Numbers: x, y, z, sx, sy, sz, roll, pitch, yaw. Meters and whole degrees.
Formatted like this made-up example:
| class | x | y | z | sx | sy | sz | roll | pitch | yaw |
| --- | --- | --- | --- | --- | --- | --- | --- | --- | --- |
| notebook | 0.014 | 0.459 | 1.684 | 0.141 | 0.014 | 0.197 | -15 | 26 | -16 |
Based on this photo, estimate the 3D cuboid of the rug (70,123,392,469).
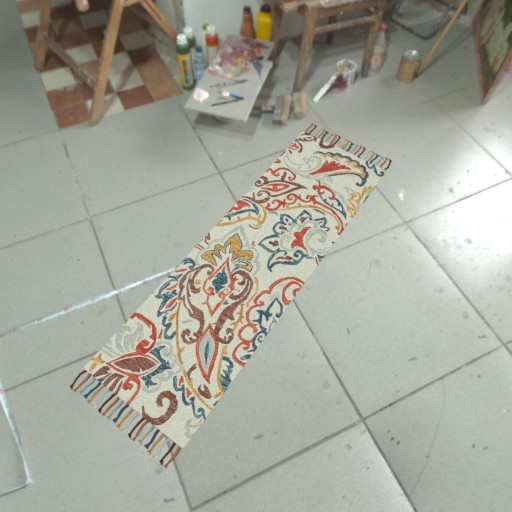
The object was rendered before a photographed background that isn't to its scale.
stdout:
| class | x | y | z | sx | sy | sz | roll | pitch | yaw |
| --- | --- | --- | --- | --- | --- | --- | --- | --- | --- |
| rug | 0.000 | 0.000 | 3.009 | 0.763 | 0.015 | 2.682 | 31 | 63 | 18 |
